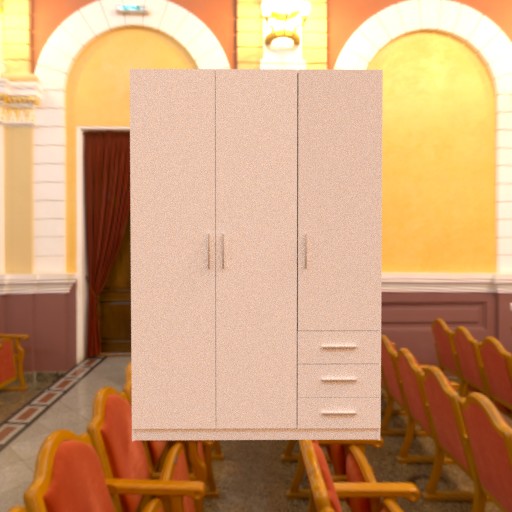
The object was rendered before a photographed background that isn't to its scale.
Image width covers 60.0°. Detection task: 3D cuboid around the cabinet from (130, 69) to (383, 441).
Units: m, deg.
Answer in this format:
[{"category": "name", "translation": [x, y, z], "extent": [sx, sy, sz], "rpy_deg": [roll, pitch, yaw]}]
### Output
[{"category": "cabinet", "translation": [0.000, 0.000, 2.513], "extent": [1.290, 1.910, 0.510], "rpy_deg": [0, 1, -1]}]
